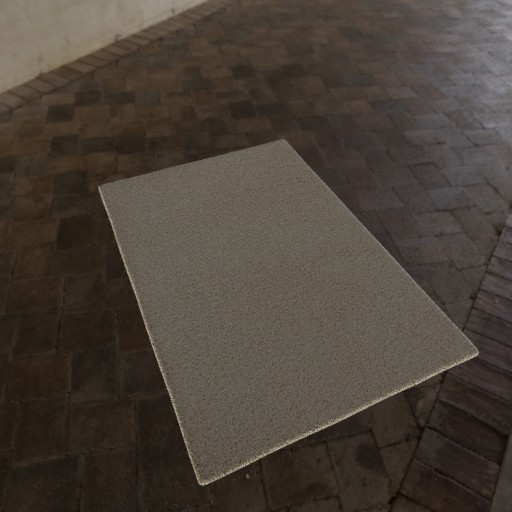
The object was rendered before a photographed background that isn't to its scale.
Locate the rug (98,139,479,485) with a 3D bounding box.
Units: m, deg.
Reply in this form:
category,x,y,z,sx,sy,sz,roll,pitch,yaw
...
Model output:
category,x,y,z,sx,sy,sz,roll,pitch,yaw
rug,0.000,0.000,2.206,1.219,0.030,1.778,-18,49,-17
